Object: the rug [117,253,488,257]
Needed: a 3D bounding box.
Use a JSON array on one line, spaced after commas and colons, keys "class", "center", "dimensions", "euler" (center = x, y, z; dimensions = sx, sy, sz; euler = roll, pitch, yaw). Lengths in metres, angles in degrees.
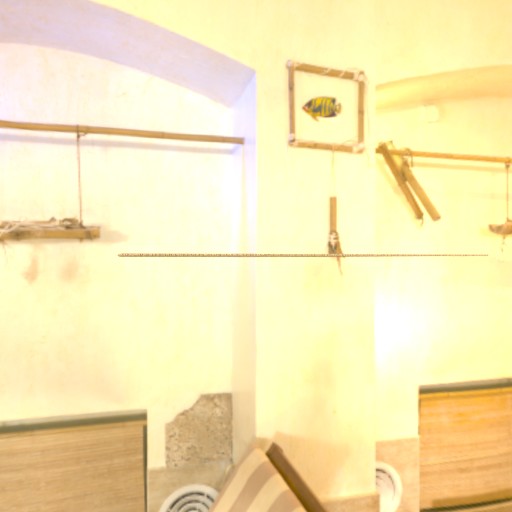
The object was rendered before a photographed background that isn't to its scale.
[{"class": "rug", "center": [0.000, 0.000, 4.100], "dimensions": [2.439, 0.013, 3.048], "euler": [0, 0, -17]}]
